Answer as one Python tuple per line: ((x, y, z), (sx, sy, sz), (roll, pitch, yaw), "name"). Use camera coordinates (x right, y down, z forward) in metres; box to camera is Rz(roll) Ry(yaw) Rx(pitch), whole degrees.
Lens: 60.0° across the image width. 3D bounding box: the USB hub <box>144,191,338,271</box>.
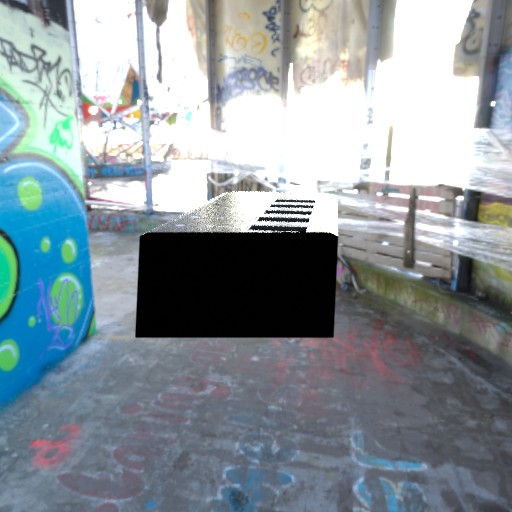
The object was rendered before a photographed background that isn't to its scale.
((0.000, 0.000, 0.124), (0.044, 0.023, 0.110), (3, 15, 9), "USB hub")
